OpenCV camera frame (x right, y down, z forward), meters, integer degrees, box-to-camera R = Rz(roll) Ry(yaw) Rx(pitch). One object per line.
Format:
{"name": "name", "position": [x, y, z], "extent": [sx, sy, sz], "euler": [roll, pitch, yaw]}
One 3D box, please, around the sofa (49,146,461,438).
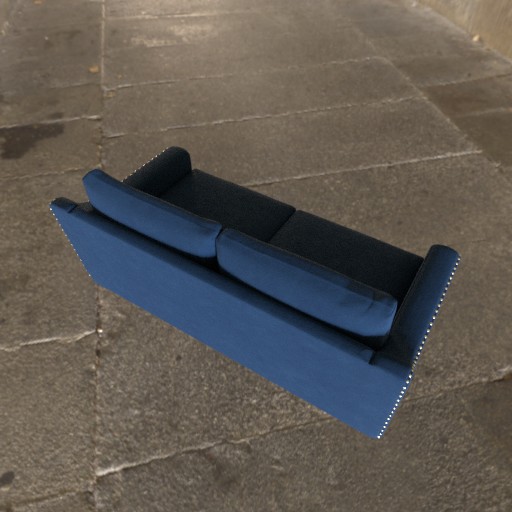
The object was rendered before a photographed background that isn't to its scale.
{"name": "sofa", "position": [0.000, 0.000, 2.685], "extent": [2.107, 0.983, 1.104], "euler": [24, 51, 22]}
